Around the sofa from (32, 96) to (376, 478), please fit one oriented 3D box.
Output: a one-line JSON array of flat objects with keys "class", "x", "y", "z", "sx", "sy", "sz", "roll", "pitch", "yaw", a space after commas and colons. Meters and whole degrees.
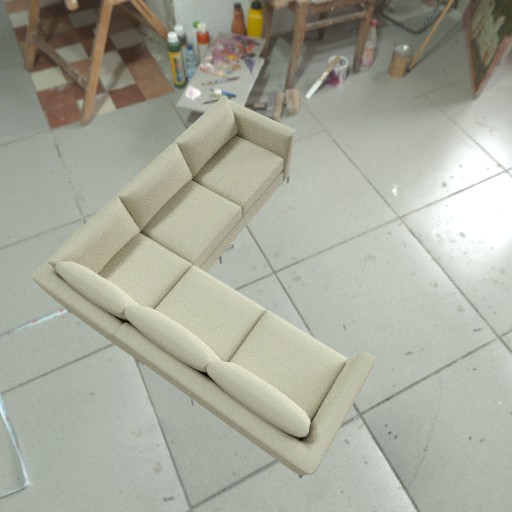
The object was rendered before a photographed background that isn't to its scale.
[{"class": "sofa", "x": 0.000, "y": 0.000, "z": 3.684, "sx": 2.430, "sy": 0.867, "sz": 2.448, "roll": 30, "pitch": 63, "yaw": 17}]
